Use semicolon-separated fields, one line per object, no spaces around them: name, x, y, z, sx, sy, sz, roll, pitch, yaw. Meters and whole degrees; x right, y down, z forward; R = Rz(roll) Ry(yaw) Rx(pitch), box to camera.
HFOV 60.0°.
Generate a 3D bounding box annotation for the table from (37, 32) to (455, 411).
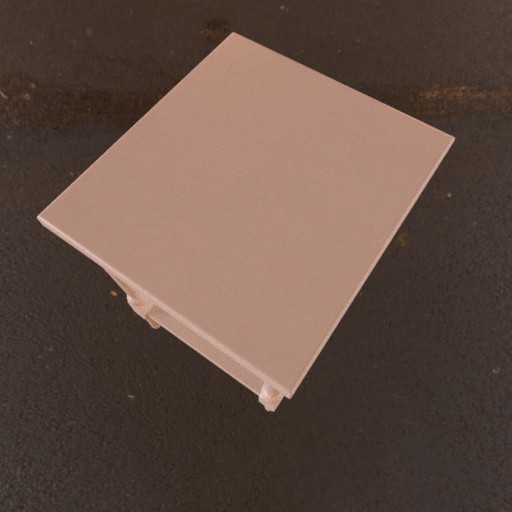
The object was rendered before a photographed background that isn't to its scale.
table;0.000;0.000;0.929;0.442;0.565;0.488;32;68;15
